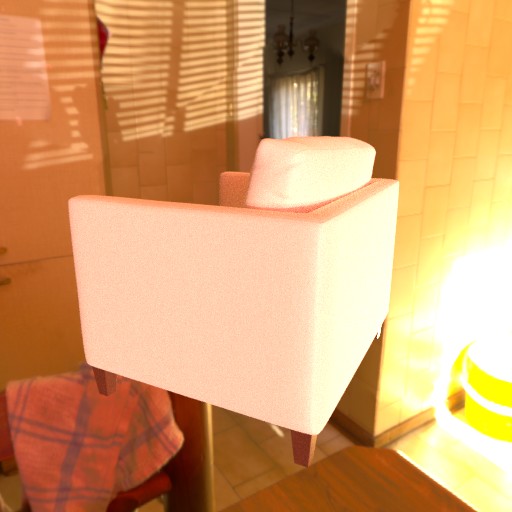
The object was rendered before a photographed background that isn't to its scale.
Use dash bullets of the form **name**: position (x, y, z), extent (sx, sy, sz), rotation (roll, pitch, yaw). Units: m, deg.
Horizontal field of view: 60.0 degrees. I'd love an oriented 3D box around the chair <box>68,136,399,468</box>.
- **chair**: position (0.000, 0.000, 1.686), extent (0.878, 0.885, 1.019), rotation (8, 18, 26)
